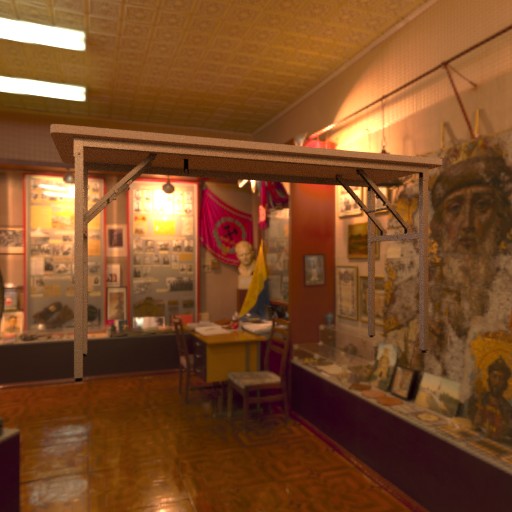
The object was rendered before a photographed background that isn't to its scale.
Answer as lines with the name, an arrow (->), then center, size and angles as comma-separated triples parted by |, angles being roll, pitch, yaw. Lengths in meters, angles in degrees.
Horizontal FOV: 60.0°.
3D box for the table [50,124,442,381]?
table -> 0.000, 0.000, 1.695 | 1.397, 0.750, 0.446 | 0, 0, -19
